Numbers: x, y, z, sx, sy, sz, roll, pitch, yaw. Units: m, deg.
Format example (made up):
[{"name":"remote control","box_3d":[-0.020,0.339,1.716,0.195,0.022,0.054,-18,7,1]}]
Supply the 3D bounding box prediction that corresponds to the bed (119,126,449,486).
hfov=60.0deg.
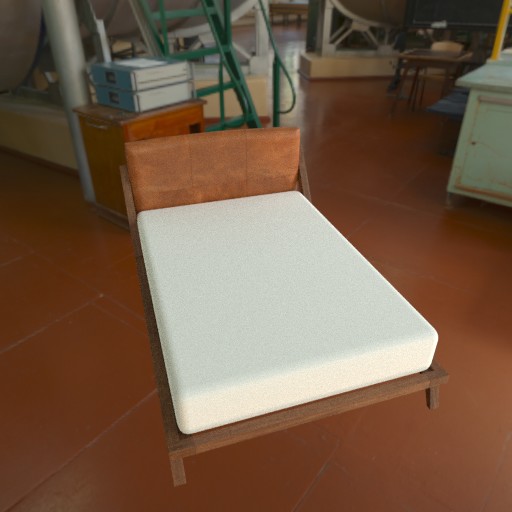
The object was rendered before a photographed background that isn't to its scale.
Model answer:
[{"name":"bed","box_3d":[0.000,0.000,3.168,1.651,1.168,2.311,-10,34,-15]}]
